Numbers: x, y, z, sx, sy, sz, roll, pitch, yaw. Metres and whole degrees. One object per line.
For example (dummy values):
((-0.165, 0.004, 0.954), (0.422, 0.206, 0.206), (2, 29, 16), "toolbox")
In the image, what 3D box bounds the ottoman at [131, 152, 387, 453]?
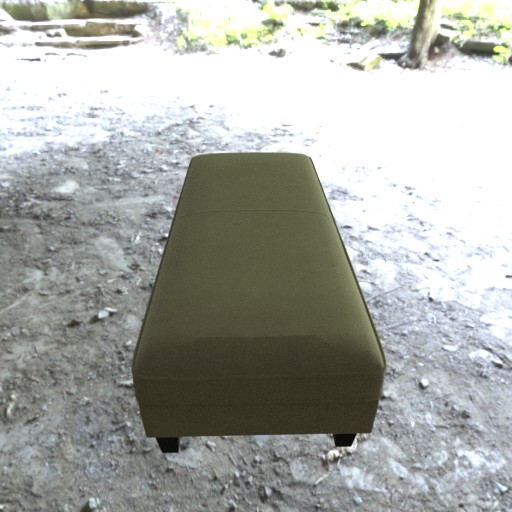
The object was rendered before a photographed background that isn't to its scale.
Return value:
((0.000, 0.000, 1.981), (0.735, 0.460, 1.726), (-1, 32, -1), "ottoman")
